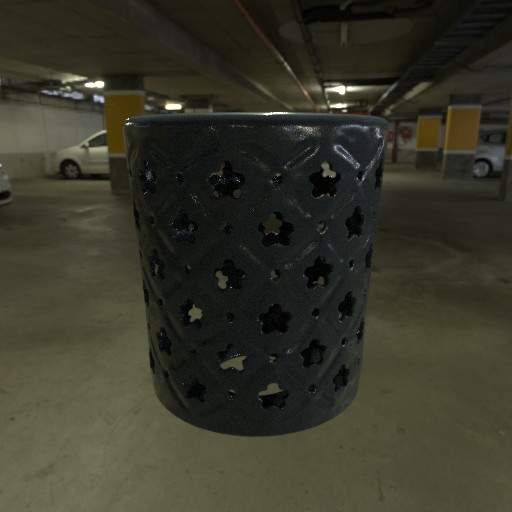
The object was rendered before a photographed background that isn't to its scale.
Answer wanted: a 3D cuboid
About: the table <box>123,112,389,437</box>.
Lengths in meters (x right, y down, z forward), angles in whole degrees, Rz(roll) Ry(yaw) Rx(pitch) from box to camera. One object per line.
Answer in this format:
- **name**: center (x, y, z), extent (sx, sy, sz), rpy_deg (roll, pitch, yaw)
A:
- **table**: center (0.000, 0.000, 0.651), extent (0.352, 0.387, 0.352), rpy_deg (0, 14, 0)
